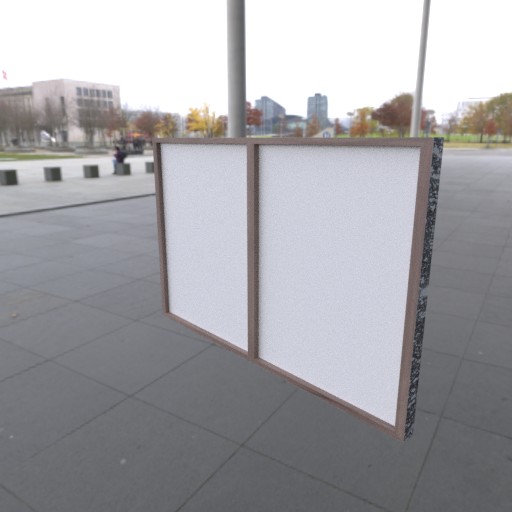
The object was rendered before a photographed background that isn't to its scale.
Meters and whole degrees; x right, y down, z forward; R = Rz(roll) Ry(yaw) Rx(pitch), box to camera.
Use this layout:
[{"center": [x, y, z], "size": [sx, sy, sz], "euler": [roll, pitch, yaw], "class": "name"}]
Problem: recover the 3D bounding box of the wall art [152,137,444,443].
[{"center": [0.000, 0.000, 1.158], "size": [0.038, 0.598, 0.919], "euler": [-13, 20, -41], "class": "wall art"}]
